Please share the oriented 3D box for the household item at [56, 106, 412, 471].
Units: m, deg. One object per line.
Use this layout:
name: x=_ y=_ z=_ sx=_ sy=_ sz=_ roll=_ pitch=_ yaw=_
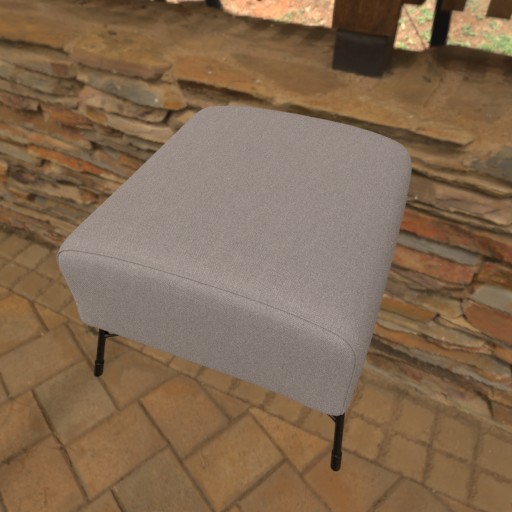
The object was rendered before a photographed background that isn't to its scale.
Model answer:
household item: x=0.000 y=0.000 z=0.892 sx=0.530 sy=0.410 sz=0.530 roll=16 pitch=47 yaw=15
